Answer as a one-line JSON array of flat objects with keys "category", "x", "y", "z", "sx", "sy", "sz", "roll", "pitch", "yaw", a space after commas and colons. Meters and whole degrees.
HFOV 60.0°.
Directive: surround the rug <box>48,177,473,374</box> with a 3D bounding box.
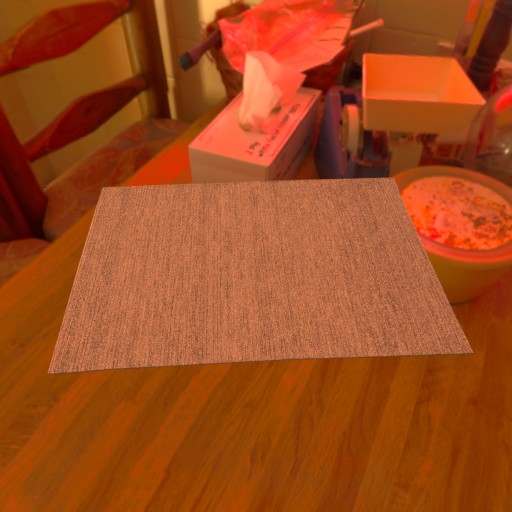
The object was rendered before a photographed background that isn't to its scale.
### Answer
[{"category": "rug", "x": 0.000, "y": 0.000, "z": 2.971, "sx": 2.338, "sy": 0.030, "sz": 1.616, "roll": -2, "pitch": 47, "yaw": -2}]
